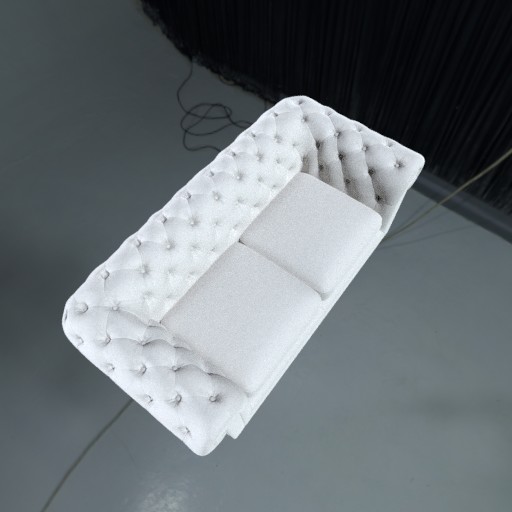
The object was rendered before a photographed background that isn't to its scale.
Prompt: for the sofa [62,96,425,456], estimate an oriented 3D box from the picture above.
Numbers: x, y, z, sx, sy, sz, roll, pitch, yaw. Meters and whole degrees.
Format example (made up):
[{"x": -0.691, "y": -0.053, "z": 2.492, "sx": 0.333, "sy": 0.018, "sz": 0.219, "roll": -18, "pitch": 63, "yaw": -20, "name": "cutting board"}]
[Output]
[{"x": 0.000, "y": 0.000, "z": 2.540, "sx": 0.986, "sy": 0.764, "sz": 1.998, "roll": 33, "pitch": 65, "yaw": 18, "name": "sofa"}]
